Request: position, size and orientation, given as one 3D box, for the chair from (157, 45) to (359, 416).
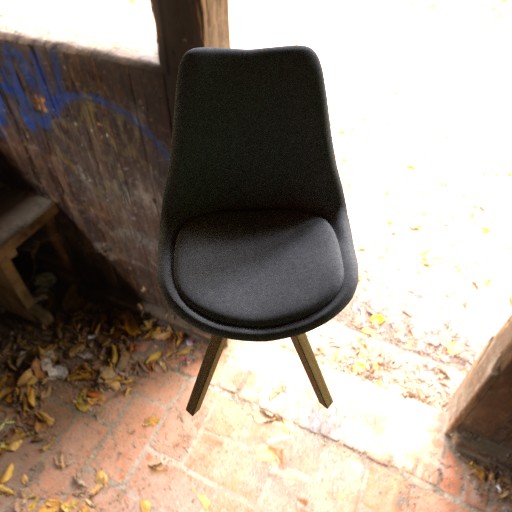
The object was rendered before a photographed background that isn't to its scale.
[{"bbox_3d":[0.000,0.000,1.157,0.483,0.865,0.550,-2,46,-2],"label":"chair"}]
